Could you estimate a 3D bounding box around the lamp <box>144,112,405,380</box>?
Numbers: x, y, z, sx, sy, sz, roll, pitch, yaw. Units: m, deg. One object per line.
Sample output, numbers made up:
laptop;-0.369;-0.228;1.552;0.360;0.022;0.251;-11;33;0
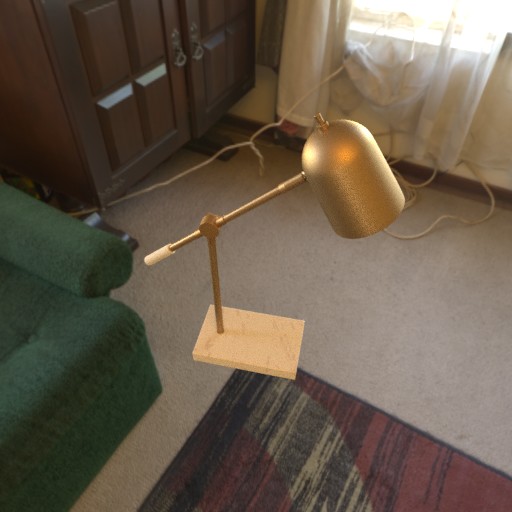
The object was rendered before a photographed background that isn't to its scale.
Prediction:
lamp;0.000;0.000;0.844;0.471;0.603;0.144;9;46;9
